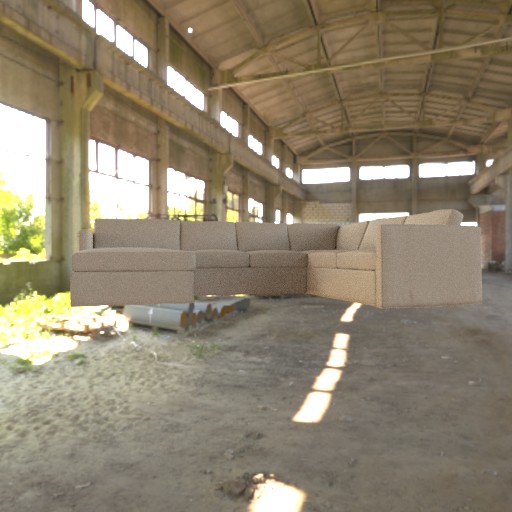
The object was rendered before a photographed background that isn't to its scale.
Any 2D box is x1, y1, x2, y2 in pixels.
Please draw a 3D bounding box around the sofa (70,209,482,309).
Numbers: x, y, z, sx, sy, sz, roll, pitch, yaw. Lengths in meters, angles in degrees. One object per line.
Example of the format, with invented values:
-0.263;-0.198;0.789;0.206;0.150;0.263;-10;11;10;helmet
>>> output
0.000;0.000;4.594;3.528;0.878;2.476;0;0;-17;sofa
